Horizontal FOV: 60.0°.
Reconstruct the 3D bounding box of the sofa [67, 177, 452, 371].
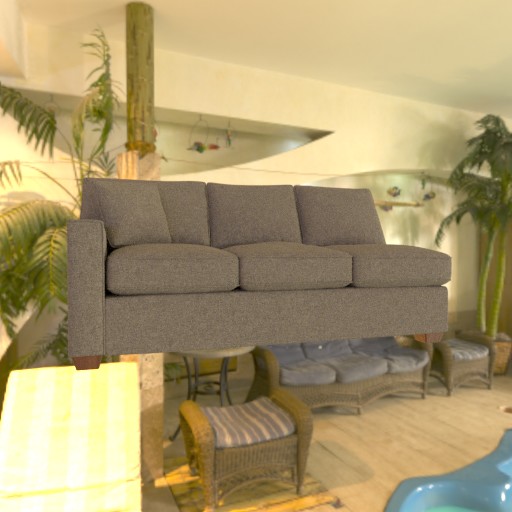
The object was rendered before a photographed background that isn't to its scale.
[{"bbox_3d":[0.000,0.000,2.591,1.963,0.946,1.034,0,1,-18],"label":"sofa"}]
